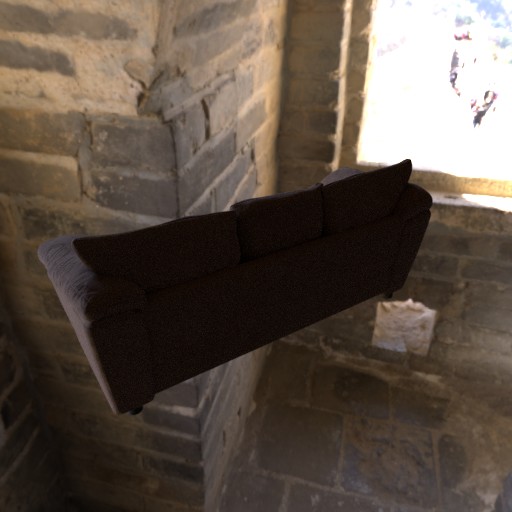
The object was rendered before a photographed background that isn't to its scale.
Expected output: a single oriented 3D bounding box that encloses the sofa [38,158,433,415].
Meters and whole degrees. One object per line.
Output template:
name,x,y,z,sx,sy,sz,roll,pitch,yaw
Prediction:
sofa,0.000,0.000,2.773,2.336,1.015,0.878,-18,33,-29
